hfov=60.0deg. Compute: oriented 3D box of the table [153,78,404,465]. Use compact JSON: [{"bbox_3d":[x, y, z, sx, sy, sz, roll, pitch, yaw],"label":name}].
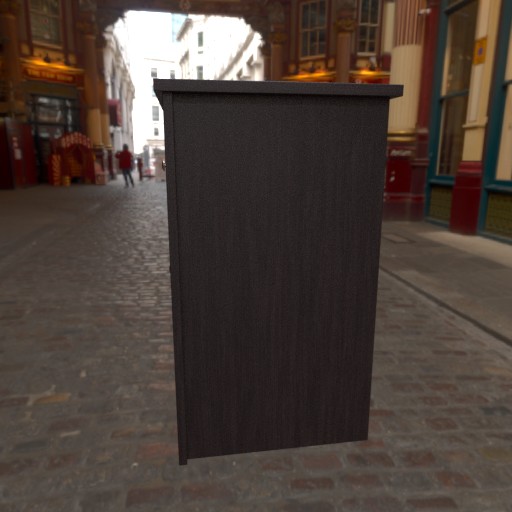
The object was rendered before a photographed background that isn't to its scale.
[{"bbox_3d":[0.000,0.000,0.951,0.381,0.635,0.480,-2,13,-9],"label":"table"}]
